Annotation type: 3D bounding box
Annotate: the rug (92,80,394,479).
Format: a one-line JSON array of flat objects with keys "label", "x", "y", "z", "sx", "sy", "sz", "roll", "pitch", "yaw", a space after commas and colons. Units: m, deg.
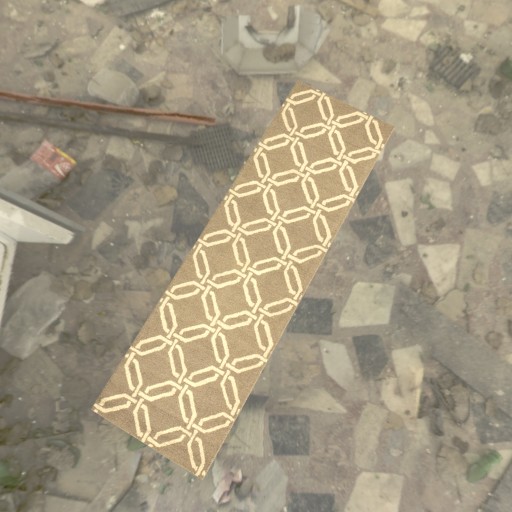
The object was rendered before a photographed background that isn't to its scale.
[{"label": "rug", "x": 0.000, "y": 0.000, "z": 2.511, "sx": 0.678, "sy": 0.014, "sz": 2.276, "roll": 29, "pitch": 77, "yaw": 7}]
